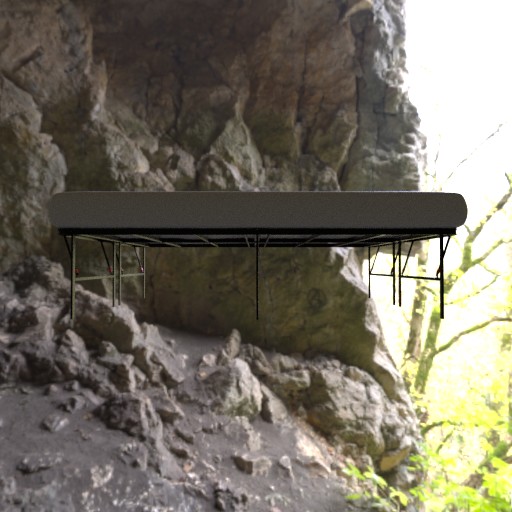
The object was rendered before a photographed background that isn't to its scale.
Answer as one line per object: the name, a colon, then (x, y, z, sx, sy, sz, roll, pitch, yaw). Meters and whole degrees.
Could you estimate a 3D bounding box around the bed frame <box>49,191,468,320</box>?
bed frame: (0.000, 0.000, 2.967, 2.151, 0.667, 1.584, 0, -1, 0)
